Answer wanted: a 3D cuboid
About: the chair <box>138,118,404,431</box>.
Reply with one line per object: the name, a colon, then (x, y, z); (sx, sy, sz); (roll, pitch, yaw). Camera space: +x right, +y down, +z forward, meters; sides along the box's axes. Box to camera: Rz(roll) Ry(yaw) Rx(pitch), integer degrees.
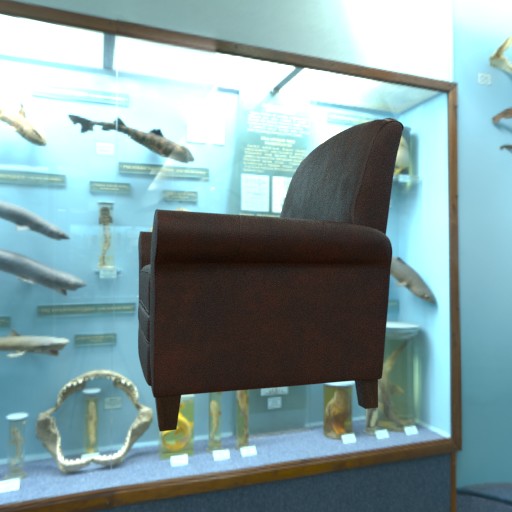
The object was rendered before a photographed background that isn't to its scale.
chair: (0.000, 0.000, 1.783); (0.902, 1.061, 0.978); (0, -1, -18)
